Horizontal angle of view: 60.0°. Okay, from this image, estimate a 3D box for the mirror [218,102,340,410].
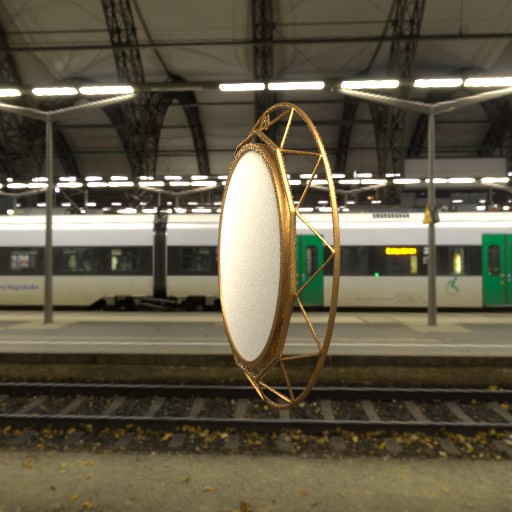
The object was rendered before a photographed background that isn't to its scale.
[{"bbox_3d":[0.000,0.000,0.683,0.043,0.454,0.454,0,-1,-18],"label":"mirror"}]
